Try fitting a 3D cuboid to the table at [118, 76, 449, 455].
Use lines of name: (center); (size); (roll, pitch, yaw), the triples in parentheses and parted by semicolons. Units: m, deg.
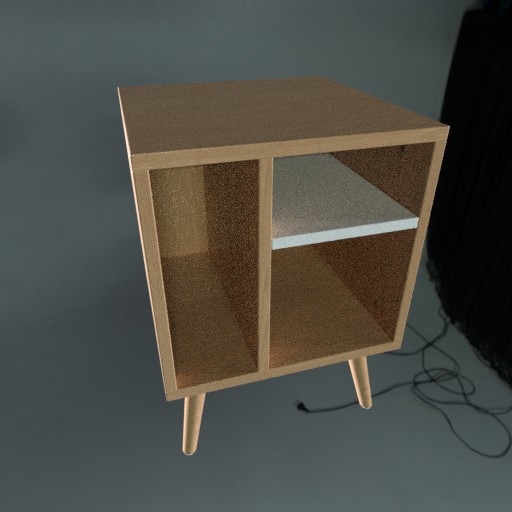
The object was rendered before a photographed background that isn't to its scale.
table: (0.000, 0.000, 0.825); (0.400, 0.550, 0.400); (-9, 32, -14)
